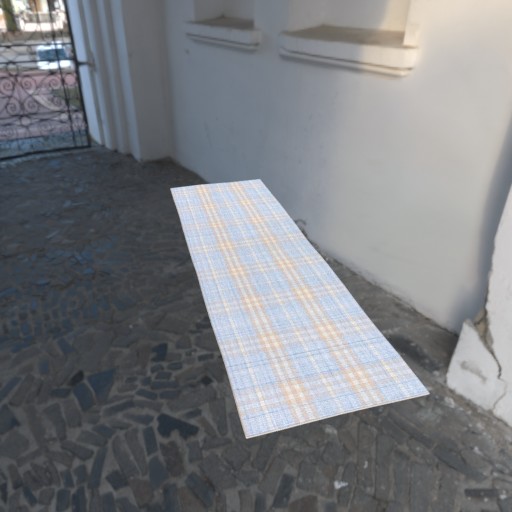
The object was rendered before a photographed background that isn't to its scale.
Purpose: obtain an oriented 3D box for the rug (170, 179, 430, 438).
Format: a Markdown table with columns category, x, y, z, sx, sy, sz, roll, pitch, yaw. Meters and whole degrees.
| category | x | y | z | sx | sy | sz | roll | pitch | yaw |
| --- | --- | --- | --- | --- | --- | --- | --- | --- | --- |
| rug | 0.000 | 0.000 | 2.696 | 0.762 | 0.013 | 2.439 | -8 | 32 | -13 |
